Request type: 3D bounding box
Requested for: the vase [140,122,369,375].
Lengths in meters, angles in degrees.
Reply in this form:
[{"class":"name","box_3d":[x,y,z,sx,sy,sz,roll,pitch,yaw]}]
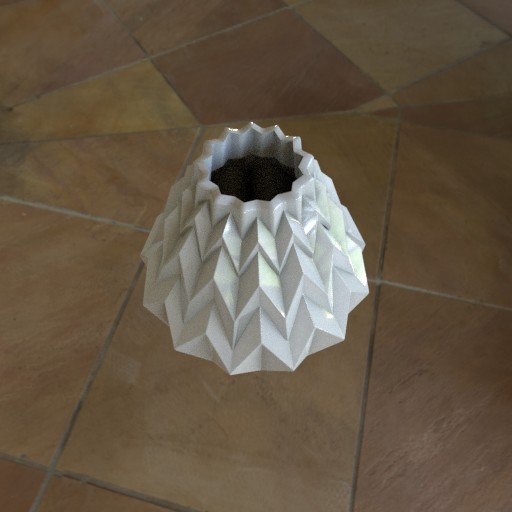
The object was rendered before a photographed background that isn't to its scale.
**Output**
[{"class":"vase","box_3d":[0.000,0.000,0.309,0.164,0.185,0.164,0,59,0]}]
